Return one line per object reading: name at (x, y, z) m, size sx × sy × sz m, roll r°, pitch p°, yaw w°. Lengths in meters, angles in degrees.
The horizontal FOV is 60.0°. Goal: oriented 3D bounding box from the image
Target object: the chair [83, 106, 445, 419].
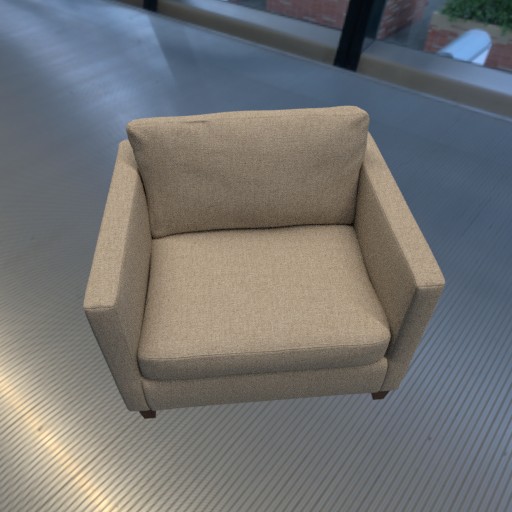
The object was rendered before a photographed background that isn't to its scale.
chair at (0.000, 0.000, 1.796) m, size 1.107 × 0.961 × 0.959 m, roll -4°, pitch 45°, yaw -3°
